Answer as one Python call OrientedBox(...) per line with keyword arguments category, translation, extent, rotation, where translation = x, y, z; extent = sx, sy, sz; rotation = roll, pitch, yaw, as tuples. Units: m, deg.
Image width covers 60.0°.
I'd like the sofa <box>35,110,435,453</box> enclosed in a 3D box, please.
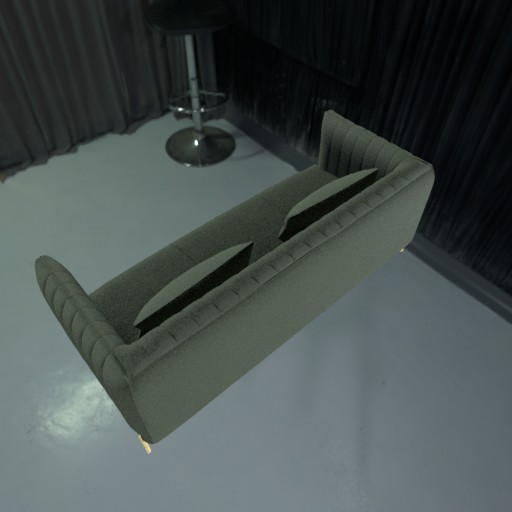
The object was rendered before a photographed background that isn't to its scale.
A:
OrientedBox(category="sofa", translation=(0.000, 0.000, 2.592), extent=(2.137, 0.793, 0.896), rotation=(-33, 56, -26))
